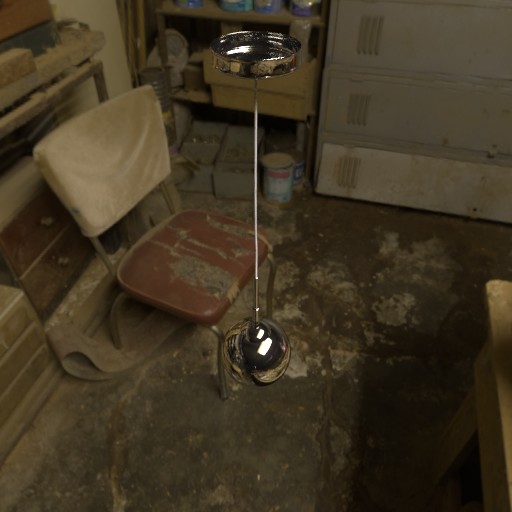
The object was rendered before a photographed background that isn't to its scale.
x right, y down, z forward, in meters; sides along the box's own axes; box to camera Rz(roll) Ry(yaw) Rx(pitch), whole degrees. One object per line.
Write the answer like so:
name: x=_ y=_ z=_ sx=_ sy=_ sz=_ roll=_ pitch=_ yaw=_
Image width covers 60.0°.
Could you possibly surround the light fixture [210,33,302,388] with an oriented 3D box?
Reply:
light fixture: x=0.000 y=0.000 z=1.714 sx=0.336 sy=1.538 sz=0.336 roll=12 pitch=43 yaw=13
